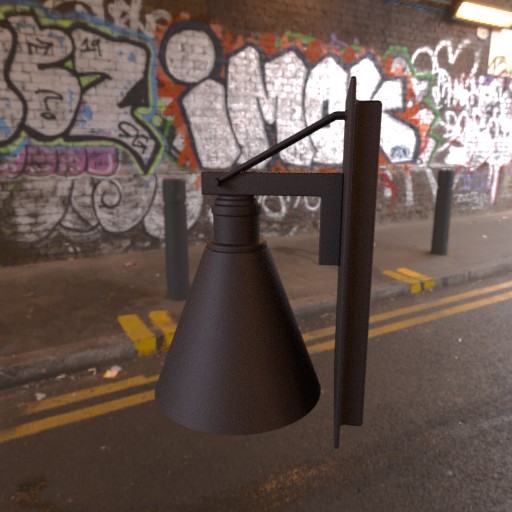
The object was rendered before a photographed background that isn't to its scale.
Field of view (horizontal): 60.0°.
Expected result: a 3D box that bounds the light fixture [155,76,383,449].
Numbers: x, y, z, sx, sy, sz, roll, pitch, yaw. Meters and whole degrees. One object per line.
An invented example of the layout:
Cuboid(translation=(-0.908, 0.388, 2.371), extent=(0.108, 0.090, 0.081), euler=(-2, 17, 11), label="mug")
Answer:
Cuboid(translation=(0.000, 0.000, 0.426), extent=(0.207, 0.298, 0.170), euler=(2, 13, 9), label="light fixture")
